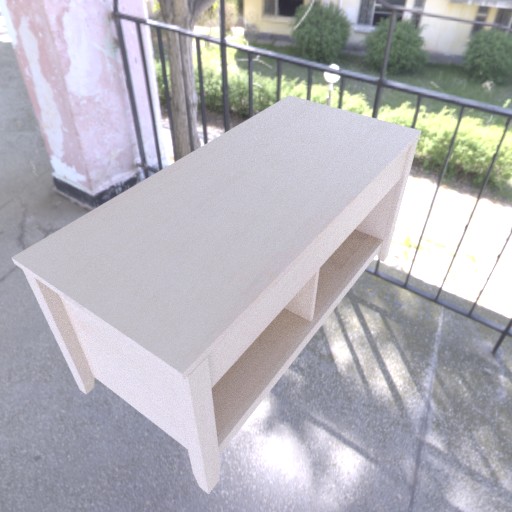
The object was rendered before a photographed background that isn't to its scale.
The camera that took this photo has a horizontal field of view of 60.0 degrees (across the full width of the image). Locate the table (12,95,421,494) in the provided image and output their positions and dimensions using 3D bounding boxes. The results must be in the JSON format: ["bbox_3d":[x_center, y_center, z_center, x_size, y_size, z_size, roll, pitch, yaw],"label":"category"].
[{"bbox_3d":[0.000,0.000,1.242,0.457,0.483,1.016,25,47,26],"label":"table"}]
